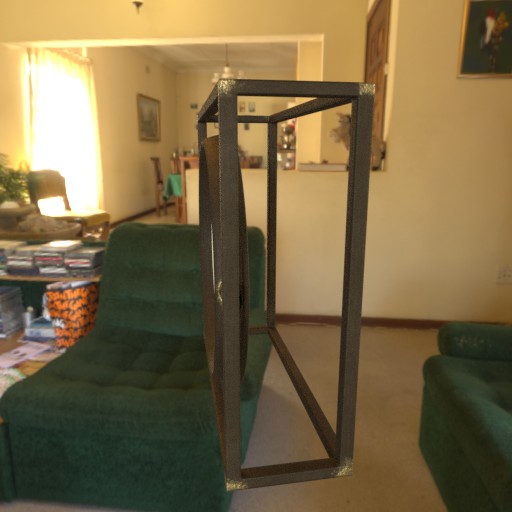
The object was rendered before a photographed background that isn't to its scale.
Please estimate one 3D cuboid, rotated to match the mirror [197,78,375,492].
[{"bbox_3d":[0.000,0.000,0.466,0.107,0.303,0.306,-2,14,-10],"label":"mirror"}]
